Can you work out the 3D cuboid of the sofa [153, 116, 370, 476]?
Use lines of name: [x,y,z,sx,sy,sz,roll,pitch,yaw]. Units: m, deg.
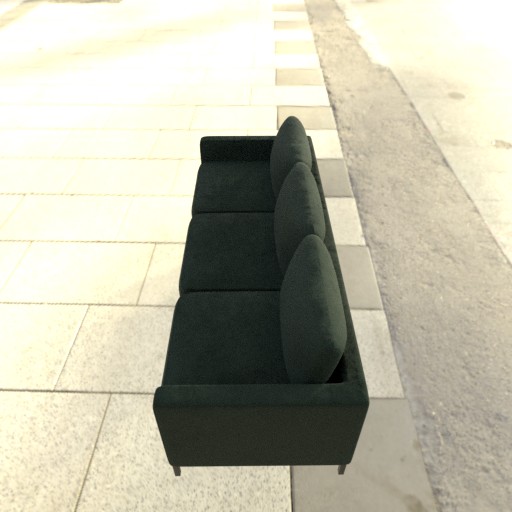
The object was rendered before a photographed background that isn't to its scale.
sofa: [0.000,0.000,2.645,0.859,0.870,2.218,0,42,0]
